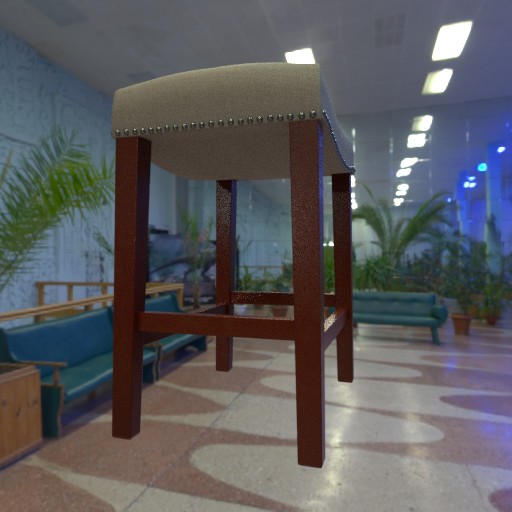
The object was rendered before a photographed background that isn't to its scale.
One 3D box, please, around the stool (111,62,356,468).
[{"bbox_3d":[0.000,0.000,0.950,0.375,0.632,0.509,0,0,18],"label":"stool"}]
